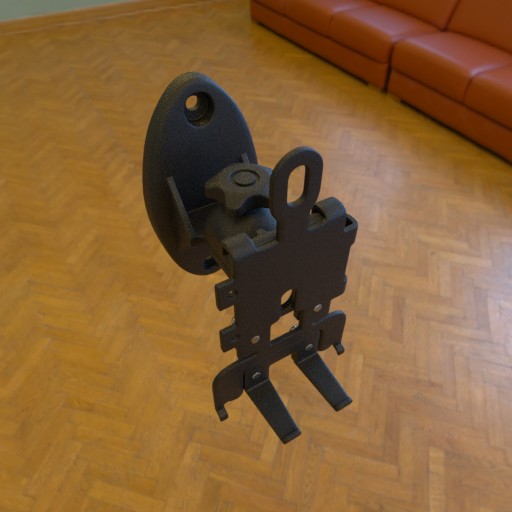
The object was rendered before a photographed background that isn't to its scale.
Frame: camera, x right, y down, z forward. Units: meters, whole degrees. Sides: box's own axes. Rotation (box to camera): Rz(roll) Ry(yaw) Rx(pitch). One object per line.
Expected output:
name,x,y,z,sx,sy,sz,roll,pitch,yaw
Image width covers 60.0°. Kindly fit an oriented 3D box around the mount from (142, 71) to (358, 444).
mount,0.000,0.000,0.173,0.066,0.118,0.100,-23,49,-21
